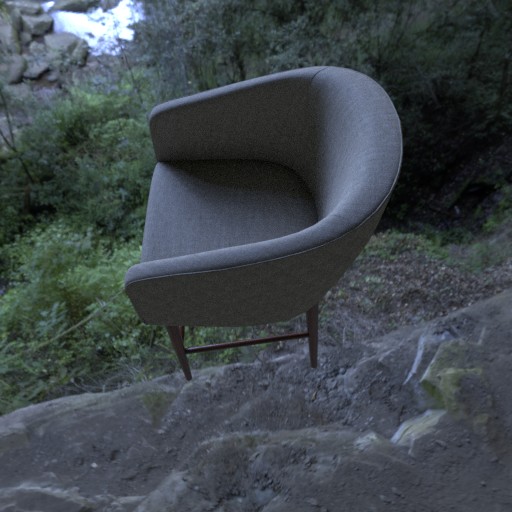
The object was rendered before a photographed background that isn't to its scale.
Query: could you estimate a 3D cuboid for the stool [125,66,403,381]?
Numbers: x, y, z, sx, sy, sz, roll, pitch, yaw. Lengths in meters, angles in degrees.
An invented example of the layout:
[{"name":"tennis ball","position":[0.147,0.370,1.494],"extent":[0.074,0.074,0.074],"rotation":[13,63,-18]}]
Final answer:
[{"name":"stool","position":[0.000,0.000,1.379],"extent":[0.607,1.078,0.559],"rotation":[-1,59,-1]}]
